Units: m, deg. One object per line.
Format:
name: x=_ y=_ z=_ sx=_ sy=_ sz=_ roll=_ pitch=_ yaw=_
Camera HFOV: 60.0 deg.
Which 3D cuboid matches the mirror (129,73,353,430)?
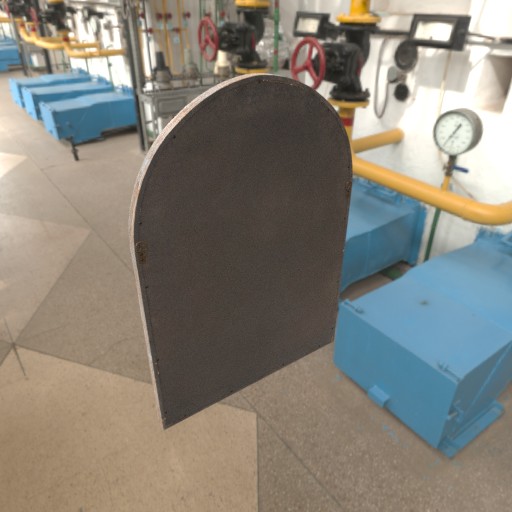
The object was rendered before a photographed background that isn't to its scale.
mirror: x=0.000 y=0.000 z=1.199 sx=0.660 sy=0.920 sz=0.032 roll=-20 pitch=36 yaw=-29
